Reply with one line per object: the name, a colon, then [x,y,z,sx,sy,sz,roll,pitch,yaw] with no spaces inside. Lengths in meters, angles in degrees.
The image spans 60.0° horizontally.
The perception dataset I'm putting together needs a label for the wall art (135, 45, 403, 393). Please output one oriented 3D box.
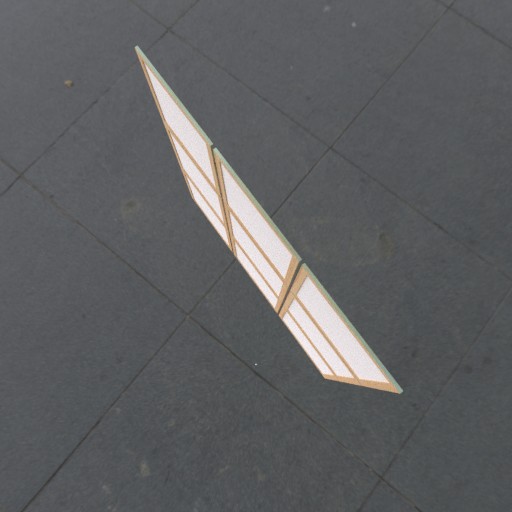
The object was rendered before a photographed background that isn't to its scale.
wall art: [0.000,0.000,2.237,0.013,1.523,1.517,-35,79,-8]
